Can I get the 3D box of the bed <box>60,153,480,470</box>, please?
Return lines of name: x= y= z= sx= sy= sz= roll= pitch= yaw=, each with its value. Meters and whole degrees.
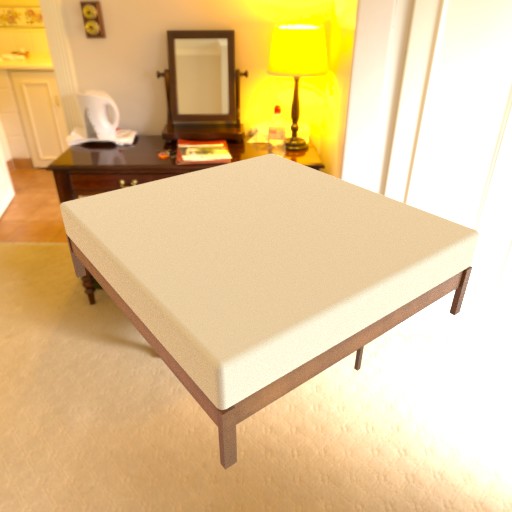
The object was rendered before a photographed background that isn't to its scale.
bed: x=0.000 y=0.000 z=3.057 sx=1.930 sy=0.616 sz=2.049 roll=-21 pitch=36 yaw=-32
